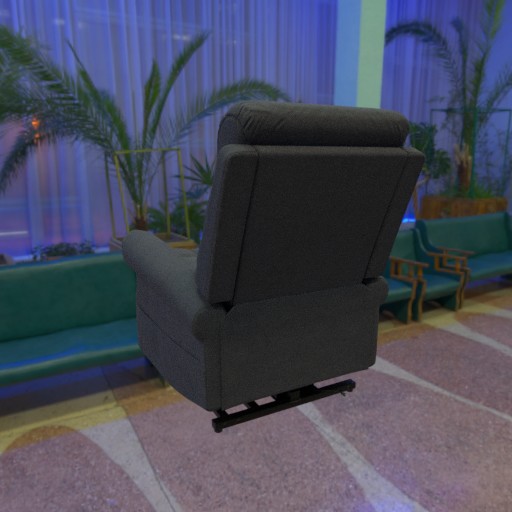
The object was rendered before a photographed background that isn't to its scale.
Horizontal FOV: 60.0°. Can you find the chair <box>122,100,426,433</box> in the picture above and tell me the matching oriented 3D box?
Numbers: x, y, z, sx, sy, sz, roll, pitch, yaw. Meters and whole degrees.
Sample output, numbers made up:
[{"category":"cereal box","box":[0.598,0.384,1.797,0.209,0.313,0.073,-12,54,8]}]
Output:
[{"category":"chair","box":[0.000,0.000,1.706,0.871,1.031,0.979,-7,14,-27]}]
